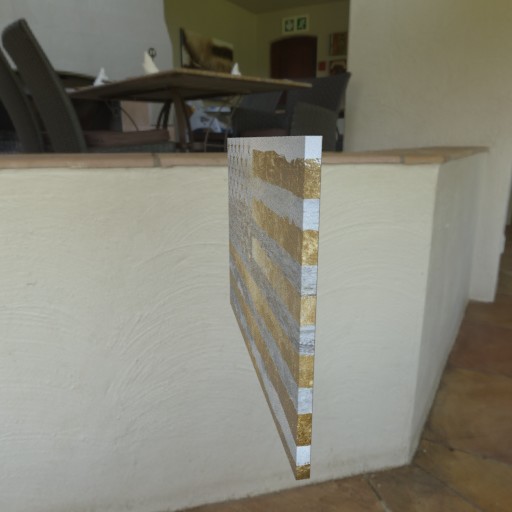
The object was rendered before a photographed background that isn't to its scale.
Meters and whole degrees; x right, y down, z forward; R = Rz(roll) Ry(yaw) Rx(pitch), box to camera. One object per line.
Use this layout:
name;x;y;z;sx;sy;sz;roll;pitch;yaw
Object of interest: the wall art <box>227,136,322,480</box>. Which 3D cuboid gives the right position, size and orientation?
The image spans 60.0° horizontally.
wall art;0.000;0.000;1.181;0.027;0.610;0.932;-3;15;-10
